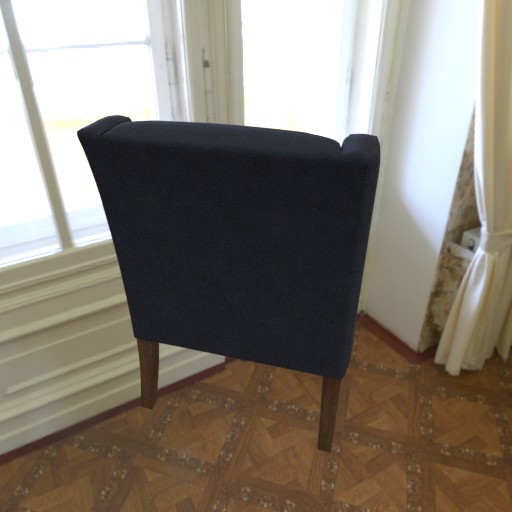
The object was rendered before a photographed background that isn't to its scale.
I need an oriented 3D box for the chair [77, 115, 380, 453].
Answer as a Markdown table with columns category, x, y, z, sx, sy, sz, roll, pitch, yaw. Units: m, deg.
| category | x | y | z | sx | sy | sz | roll | pitch | yaw |
| --- | --- | --- | --- | --- | --- | --- | --- | --- | --- |
| chair | 0.000 | 0.000 | 1.323 | 0.629 | 0.895 | 0.629 | 8 | 32 | 13 |
